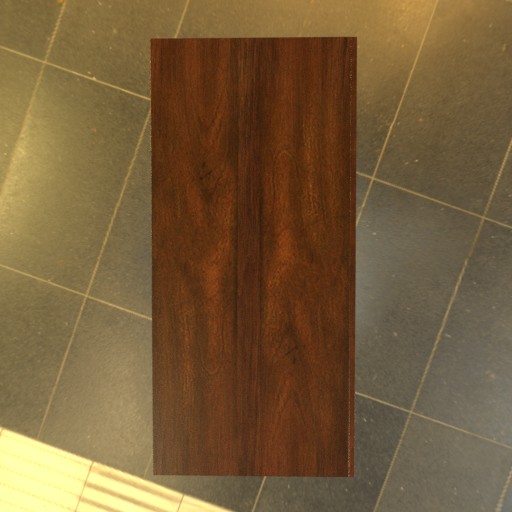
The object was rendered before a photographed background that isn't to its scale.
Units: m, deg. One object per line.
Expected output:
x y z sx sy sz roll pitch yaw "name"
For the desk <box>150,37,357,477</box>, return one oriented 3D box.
0.000 0.000 2.106 0.734 1.031 1.577 0 91 1 "desk"
